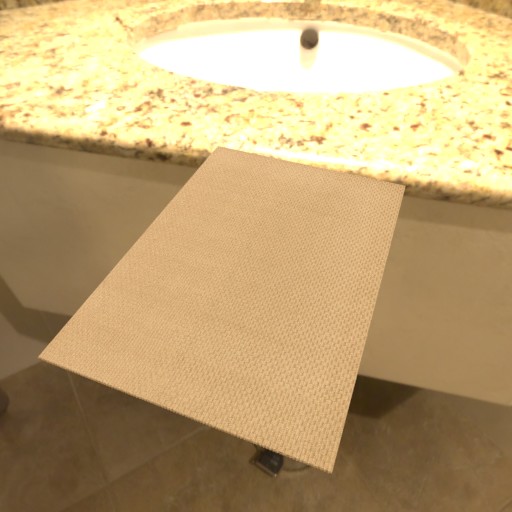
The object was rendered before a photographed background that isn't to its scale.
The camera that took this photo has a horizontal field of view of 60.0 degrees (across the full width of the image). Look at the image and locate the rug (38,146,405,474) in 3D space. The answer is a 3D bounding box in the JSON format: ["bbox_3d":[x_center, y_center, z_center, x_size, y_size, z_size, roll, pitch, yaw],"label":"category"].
[{"bbox_3d":[0.000,0.000,2.731,1.509,0.013,2.144,15,47,15],"label":"rug"}]
